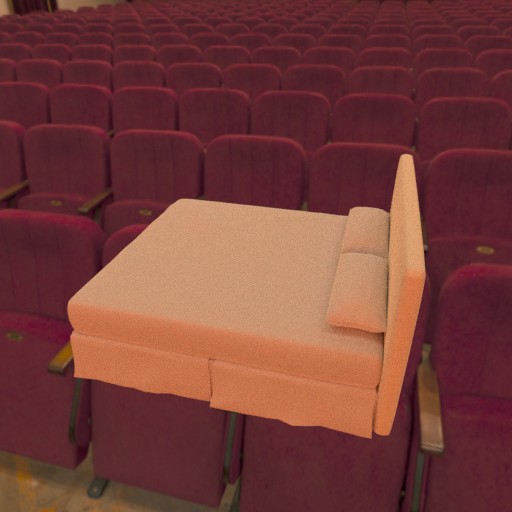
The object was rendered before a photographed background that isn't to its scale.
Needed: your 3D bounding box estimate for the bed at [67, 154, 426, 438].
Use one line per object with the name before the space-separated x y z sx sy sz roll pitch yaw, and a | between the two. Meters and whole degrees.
bed | 0.000 0.000 3.629 2.341 1.317 2.119 8 31 13
